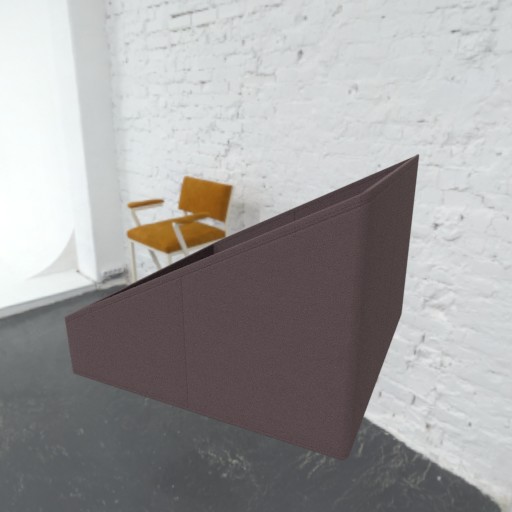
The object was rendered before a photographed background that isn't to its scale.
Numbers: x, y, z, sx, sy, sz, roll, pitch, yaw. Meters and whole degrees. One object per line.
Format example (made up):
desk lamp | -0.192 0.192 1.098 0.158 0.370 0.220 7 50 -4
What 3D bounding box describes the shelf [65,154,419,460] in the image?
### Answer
shelf | 0.000 0.000 0.491 0.292 0.210 0.292 8 20 24
